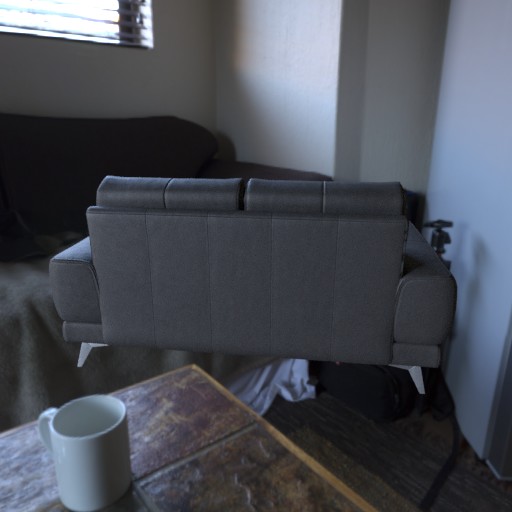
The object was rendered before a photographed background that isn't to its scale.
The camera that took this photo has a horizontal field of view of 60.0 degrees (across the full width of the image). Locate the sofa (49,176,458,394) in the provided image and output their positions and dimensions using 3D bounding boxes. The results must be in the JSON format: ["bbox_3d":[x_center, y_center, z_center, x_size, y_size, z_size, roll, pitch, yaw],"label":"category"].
[{"bbox_3d":[0.000,0.000,2.363,1.806,0.907,1.018,2,18,7],"label":"sofa"}]
